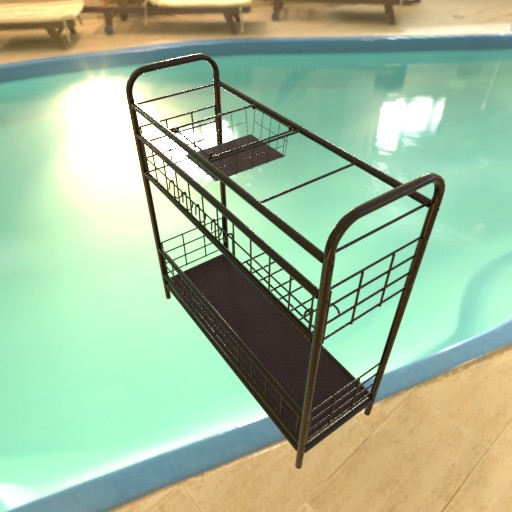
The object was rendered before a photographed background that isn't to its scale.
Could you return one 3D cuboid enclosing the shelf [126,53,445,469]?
[{"bbox_3d":[0.000,0.000,1.491,0.350,1.026,0.961,-25,48,-26],"label":"shelf"}]
